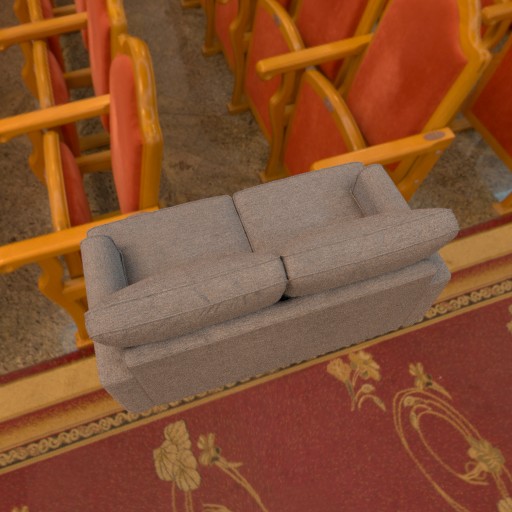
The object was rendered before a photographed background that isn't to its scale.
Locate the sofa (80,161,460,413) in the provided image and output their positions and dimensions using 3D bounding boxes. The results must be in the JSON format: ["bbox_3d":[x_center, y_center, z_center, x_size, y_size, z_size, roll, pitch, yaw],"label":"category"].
[{"bbox_3d":[0.000,0.000,2.247,1.651,0.965,0.965,-16,59,-10],"label":"sofa"}]
